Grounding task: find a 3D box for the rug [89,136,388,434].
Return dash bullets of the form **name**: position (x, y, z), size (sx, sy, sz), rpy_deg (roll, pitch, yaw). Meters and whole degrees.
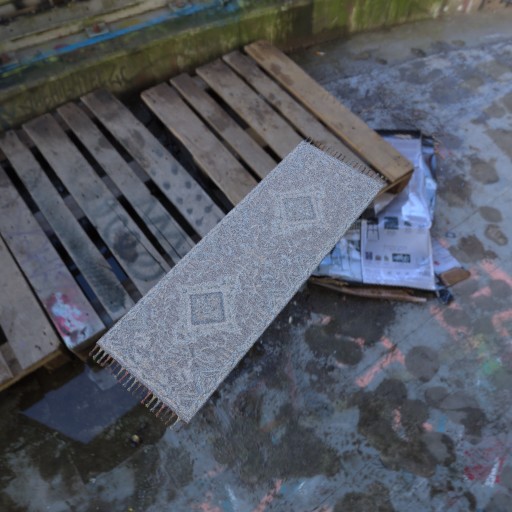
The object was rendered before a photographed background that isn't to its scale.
- **rug**: position (0.000, 0.000, 2.946), size (2.378, 0.018, 1.324), rpy_deg (-32, 64, -18)
